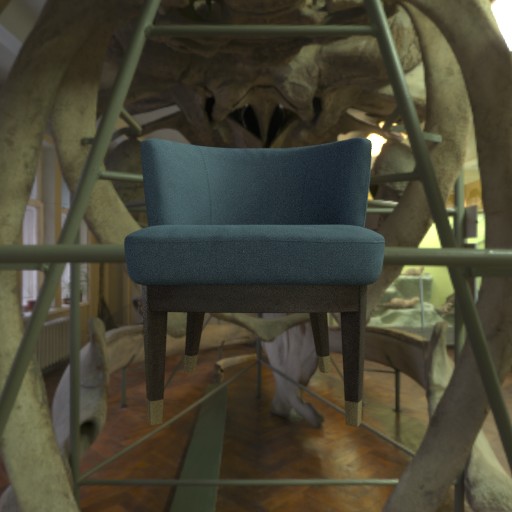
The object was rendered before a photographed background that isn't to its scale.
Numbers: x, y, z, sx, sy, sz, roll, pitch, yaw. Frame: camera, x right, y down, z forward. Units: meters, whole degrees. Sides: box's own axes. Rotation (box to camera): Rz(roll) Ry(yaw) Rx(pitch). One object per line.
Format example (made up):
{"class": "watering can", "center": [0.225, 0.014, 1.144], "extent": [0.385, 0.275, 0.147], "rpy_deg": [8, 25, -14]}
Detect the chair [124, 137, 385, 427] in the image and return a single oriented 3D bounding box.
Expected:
{"class": "chair", "center": [0.000, 0.000, 1.263], "extent": [0.661, 0.760, 0.702], "rpy_deg": [0, 0, 1]}
